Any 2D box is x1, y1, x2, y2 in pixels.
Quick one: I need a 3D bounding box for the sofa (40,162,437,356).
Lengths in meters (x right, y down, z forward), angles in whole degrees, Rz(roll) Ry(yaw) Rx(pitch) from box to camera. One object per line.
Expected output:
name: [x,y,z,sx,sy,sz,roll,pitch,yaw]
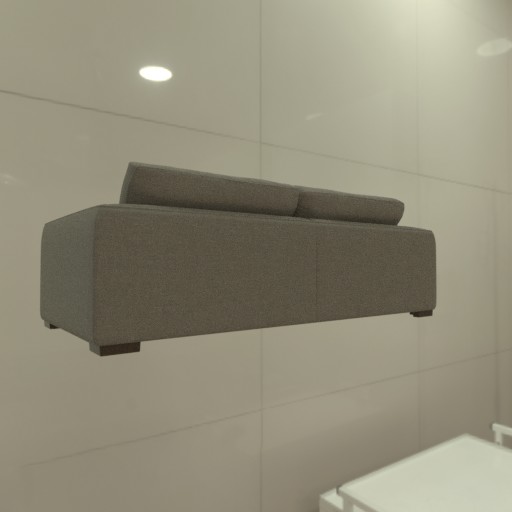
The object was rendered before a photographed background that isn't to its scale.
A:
sofa: [0.000,0.000,2.724,2.262,0.801,1.070,1,-1,-36]
